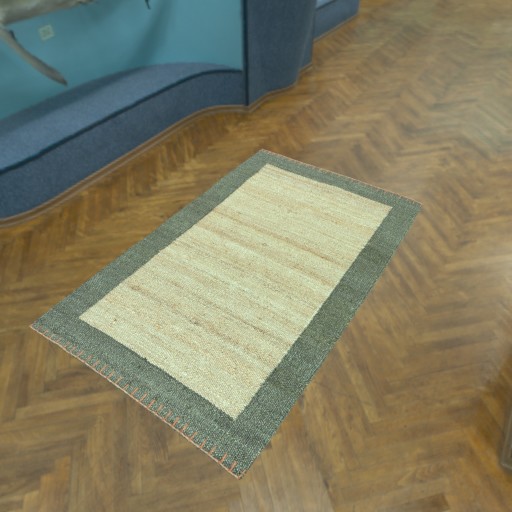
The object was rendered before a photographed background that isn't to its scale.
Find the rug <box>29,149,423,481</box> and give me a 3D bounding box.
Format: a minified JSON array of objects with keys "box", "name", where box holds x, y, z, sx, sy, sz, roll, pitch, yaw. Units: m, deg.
[{"box":[0.000,0.000,2.955,1.521,0.006,2.435,25,48,24],"name":"rug"}]
